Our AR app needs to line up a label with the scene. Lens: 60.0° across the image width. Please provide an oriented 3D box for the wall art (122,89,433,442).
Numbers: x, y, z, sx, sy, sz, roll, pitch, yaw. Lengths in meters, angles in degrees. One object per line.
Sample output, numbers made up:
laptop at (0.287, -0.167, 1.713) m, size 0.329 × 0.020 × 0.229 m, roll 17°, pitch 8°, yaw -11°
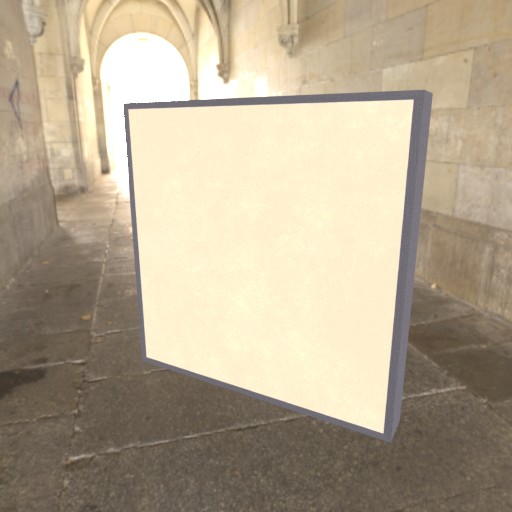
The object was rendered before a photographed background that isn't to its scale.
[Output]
wall art at (0.000, 0.000, 0.448) m, size 0.302 × 0.300 × 0.036 m, roll 9°, pitch 18°, yaw 29°
